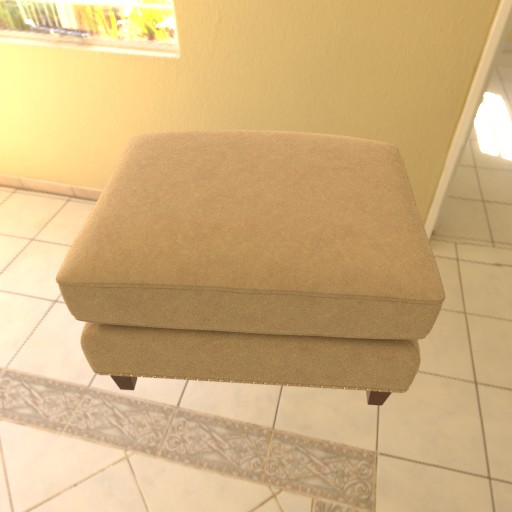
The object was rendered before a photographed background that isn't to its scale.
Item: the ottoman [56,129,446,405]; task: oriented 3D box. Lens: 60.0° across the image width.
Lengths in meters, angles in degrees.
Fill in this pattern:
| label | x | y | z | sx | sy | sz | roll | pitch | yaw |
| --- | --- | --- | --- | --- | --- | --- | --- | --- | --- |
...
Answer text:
| label | x | y | z | sx | sy | sz | roll | pitch | yaw |
| --- | --- | --- | --- | --- | --- | --- | --- | --- | --- |
| ottoman | 0.000 | 0.000 | 1.141 | 0.741 | 0.513 | 0.584 | 3 | 44 | 3 |
